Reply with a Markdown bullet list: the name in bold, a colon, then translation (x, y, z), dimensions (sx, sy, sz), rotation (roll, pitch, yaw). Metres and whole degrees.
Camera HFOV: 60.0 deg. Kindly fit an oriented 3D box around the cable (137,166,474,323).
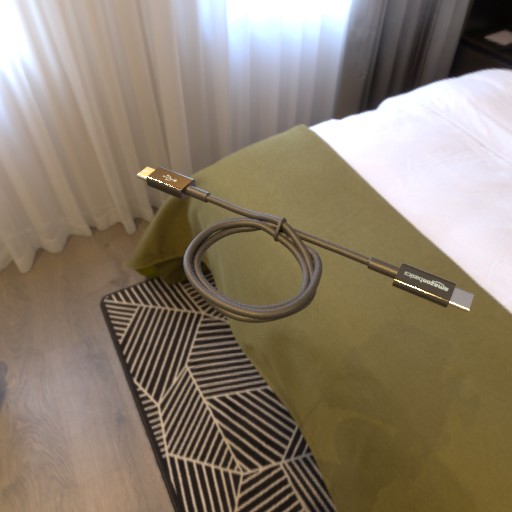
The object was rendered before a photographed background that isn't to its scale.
- **cable**: translation (0.000, 0.000, 0.214), dimensions (0.192, 0.014, 0.070), rotation (23, 51, 21)
